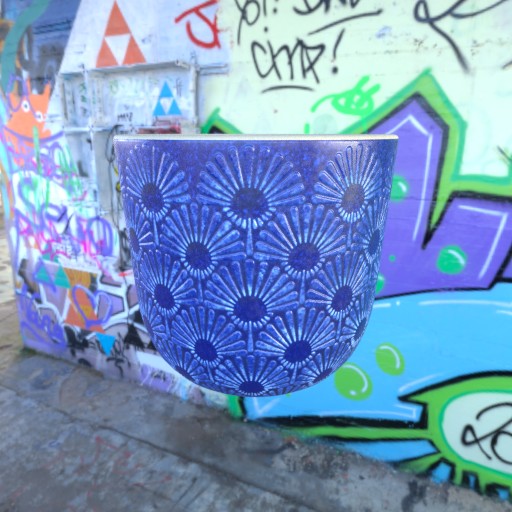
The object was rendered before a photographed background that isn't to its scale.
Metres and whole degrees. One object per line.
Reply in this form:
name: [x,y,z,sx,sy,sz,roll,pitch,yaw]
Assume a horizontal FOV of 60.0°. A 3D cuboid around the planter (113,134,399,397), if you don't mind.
planter: [0.000,0.000,0.360,0.206,0.190,0.206,0,16,0]
